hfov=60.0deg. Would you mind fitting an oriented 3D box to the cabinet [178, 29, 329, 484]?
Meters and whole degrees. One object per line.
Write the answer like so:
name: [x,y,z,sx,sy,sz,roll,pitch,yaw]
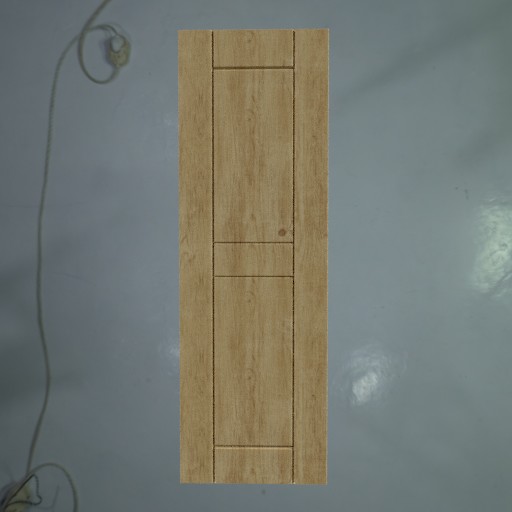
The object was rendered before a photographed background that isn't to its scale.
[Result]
cabinet: [0.000,0.000,1.693,0.432,0.810,1.321,0,92,1]
